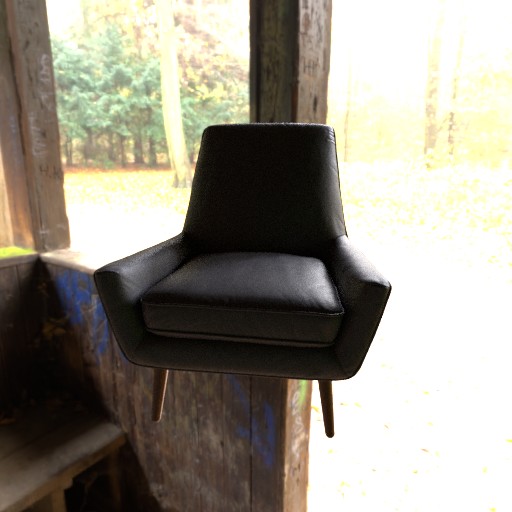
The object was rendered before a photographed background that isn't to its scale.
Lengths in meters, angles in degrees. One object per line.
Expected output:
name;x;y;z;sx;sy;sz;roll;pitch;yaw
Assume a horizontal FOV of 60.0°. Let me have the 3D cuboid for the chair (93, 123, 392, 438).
chair;0.000;0.000;1.518;0.787;0.888;0.822;2;15;8
